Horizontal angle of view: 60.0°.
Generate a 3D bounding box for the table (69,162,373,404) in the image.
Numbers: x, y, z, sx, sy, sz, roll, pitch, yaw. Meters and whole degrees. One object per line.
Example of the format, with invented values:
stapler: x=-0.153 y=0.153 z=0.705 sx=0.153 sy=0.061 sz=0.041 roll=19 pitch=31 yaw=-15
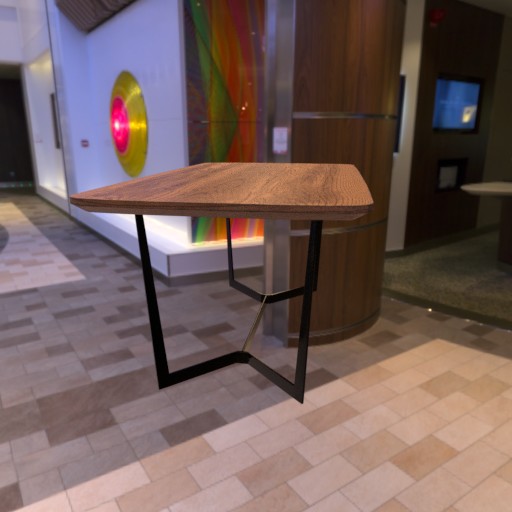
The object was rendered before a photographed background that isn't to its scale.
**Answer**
table: x=0.000 y=0.000 z=2.128 sx=0.949 sy=0.765 sz=1.643 roll=3 pitch=16 yaw=9
